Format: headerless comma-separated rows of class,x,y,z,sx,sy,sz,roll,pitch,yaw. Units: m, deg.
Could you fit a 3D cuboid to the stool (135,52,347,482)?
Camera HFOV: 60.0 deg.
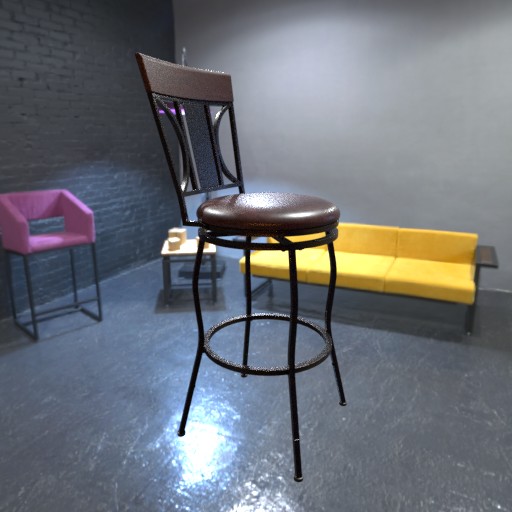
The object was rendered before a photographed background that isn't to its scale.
stool,0.000,0.000,1.371,0.513,1.130,0.448,8,17,27
